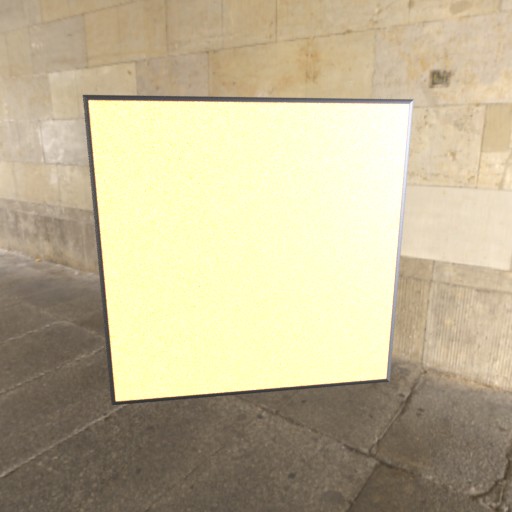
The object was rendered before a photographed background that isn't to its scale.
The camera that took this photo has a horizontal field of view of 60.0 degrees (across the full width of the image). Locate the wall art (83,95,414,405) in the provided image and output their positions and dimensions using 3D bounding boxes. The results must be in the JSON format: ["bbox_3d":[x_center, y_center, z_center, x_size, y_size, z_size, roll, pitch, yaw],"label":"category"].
[{"bbox_3d":[0.000,0.000,1.137,0.769,0.766,0.042,-2,15,-8],"label":"wall art"}]
